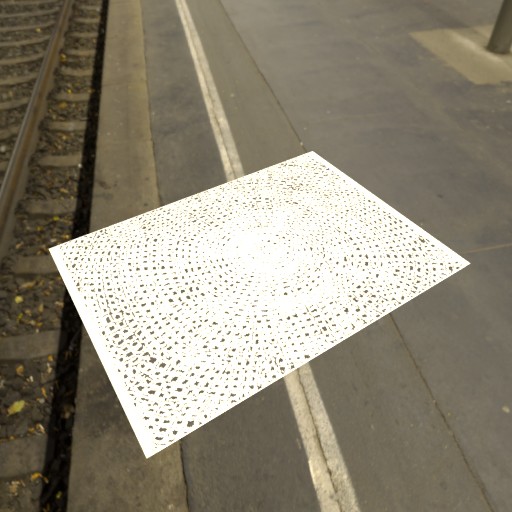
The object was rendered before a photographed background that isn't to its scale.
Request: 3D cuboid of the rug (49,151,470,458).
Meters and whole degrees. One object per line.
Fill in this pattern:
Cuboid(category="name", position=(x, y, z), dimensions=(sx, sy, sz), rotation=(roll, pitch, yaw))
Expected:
Cuboid(category="rug", position=(0.000, 0.000, 2.124), dimensions=(1.634, 0.003, 1.190), rotation=(-25, 50, -23))
